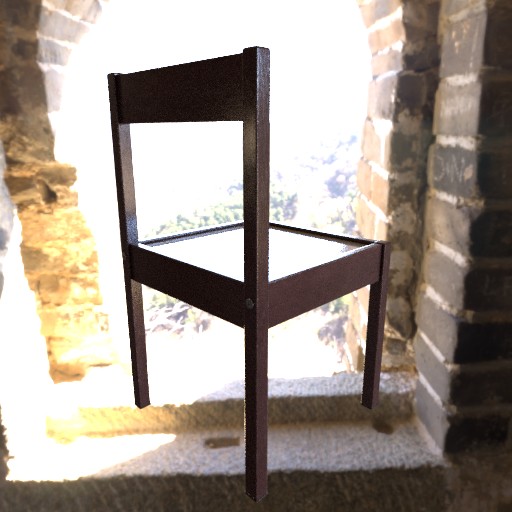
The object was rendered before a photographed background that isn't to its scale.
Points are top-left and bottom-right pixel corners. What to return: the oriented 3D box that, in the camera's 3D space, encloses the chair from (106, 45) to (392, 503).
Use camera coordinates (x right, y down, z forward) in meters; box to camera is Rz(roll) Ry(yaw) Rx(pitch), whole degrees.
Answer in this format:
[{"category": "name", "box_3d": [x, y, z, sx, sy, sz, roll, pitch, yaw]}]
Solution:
[{"category": "chair", "box_3d": [0.000, 0.000, 0.657, 0.285, 0.505, 0.285, -15, 22, -43]}]
